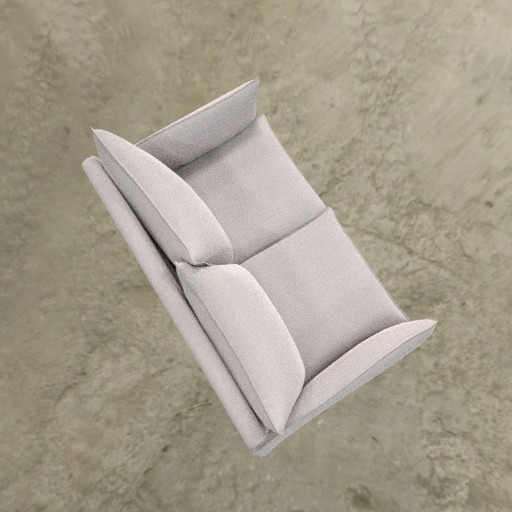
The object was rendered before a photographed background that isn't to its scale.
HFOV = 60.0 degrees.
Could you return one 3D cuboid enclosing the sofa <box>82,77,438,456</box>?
[{"bbox_3d":[0.000,0.000,1.859,0.820,0.840,1.300,-32,79,-7],"label":"sofa"}]
